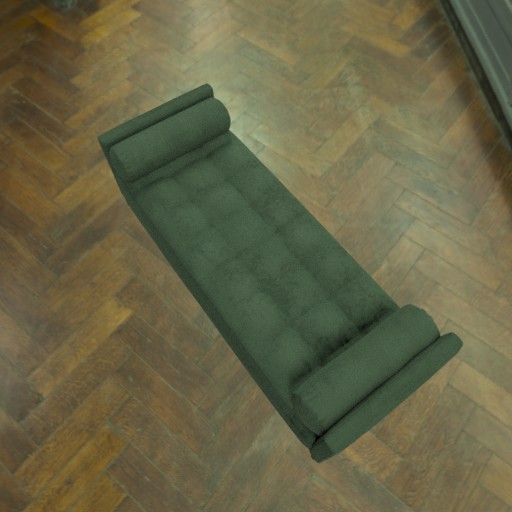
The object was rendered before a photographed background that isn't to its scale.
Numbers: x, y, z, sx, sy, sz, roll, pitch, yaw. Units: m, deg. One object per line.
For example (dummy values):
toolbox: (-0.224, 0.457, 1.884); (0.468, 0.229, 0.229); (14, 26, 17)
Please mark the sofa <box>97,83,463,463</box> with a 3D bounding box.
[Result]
sofa: (0.000, 0.000, 2.541); (0.817, 0.681, 2.130); (-33, 66, -16)
